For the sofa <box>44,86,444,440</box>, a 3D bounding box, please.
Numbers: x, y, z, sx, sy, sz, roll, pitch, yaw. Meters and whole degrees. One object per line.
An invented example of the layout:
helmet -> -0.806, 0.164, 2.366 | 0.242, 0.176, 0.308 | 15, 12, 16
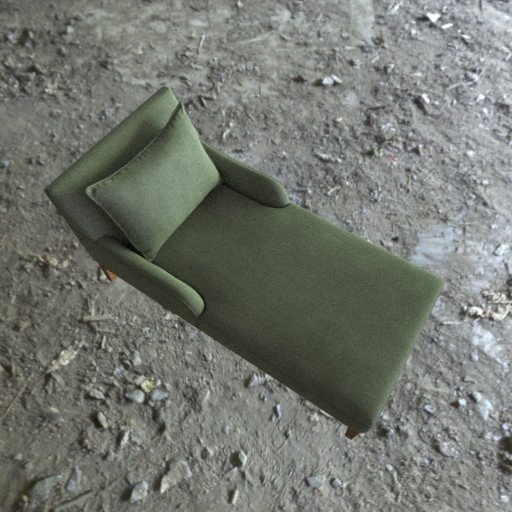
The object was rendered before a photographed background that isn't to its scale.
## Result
sofa -> 0.000, 0.000, 2.305 | 1.779, 0.859, 0.894 | 30, 64, 16
